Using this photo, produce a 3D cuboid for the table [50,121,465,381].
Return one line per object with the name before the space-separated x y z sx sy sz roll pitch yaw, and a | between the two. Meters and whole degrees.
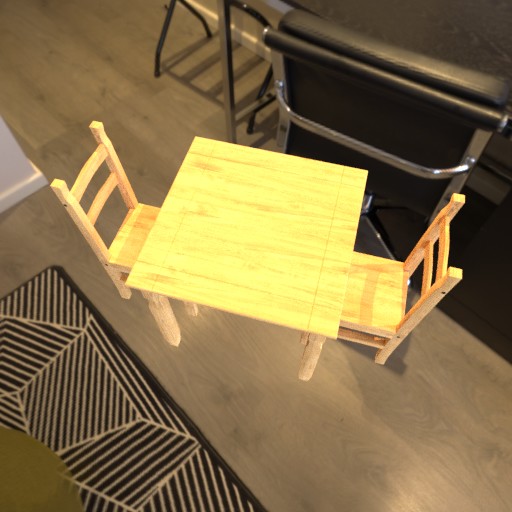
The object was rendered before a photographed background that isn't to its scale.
table | 0.000 0.000 2.052 1.501 0.942 0.813 13 60 8
